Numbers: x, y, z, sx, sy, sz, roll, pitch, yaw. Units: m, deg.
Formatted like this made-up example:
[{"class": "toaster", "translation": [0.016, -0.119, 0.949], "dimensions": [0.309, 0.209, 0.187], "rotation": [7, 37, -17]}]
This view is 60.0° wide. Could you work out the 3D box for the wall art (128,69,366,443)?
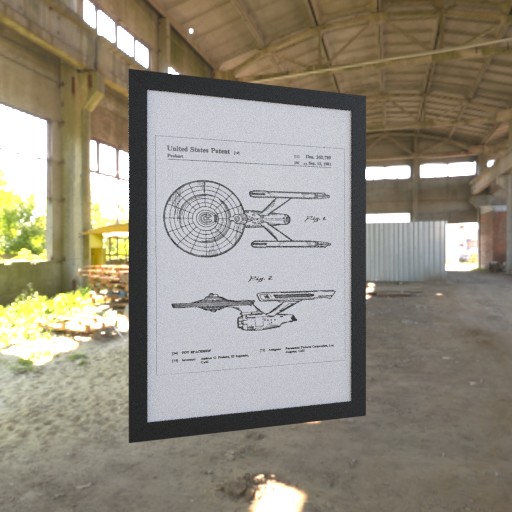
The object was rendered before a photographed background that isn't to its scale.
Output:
[{"class": "wall art", "translation": [0.000, 0.000, 0.685], "dimensions": [0.379, 0.530, 0.008], "rotation": [0, 0, -17]}]
